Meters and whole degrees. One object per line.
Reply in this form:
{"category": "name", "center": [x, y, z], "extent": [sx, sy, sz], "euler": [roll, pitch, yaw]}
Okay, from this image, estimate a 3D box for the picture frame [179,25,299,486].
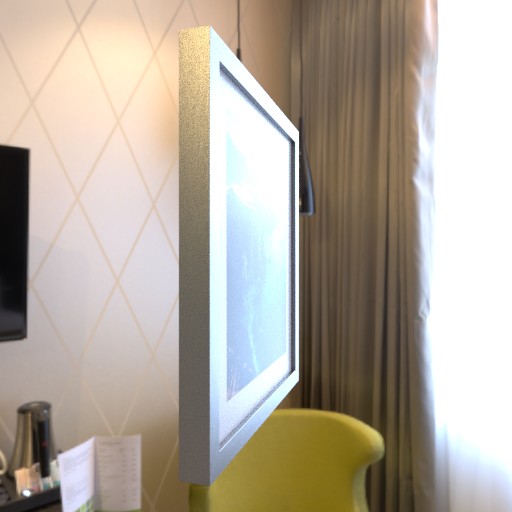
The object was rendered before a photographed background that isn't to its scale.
{"category": "picture frame", "center": [0.000, 0.000, 1.338], "extent": [0.073, 0.968, 0.839], "euler": [0, 0, 18]}
